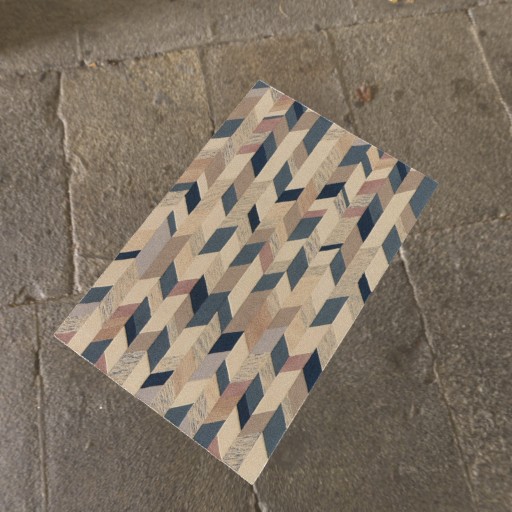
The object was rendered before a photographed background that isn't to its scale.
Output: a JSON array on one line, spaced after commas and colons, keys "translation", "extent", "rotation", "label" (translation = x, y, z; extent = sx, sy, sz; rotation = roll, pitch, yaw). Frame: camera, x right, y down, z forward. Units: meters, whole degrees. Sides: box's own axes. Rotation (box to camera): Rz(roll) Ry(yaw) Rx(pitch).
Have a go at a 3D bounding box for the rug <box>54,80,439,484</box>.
[{"translation": [0.000, 0.000, 2.315], "extent": [1.202, 0.006, 1.813], "rotation": [33, 77, 9], "label": "rug"}]
